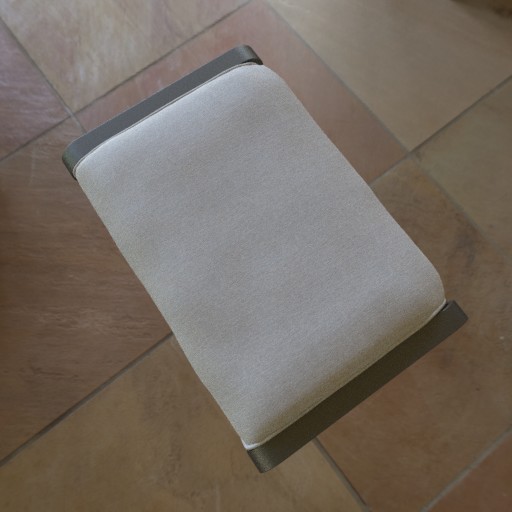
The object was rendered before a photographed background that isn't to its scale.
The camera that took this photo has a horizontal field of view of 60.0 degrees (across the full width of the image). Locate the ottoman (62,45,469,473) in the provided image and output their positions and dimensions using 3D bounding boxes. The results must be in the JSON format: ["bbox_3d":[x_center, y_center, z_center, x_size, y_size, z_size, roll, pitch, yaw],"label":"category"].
[{"bbox_3d":[0.000,0.000,0.877,0.406,0.422,0.610,-34,78,-8],"label":"ottoman"}]
